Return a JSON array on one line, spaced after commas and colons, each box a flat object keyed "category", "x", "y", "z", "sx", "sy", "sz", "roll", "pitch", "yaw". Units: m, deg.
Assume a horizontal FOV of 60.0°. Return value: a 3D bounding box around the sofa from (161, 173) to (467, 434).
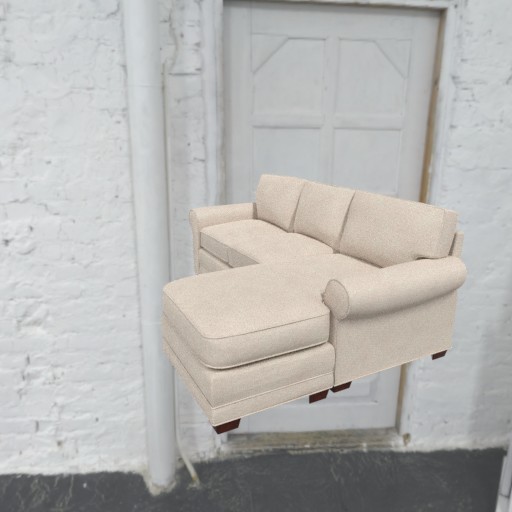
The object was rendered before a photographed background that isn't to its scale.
[{"category": "sofa", "x": 0.000, "y": 0.000, "z": 2.419, "sx": 1.226, "sy": 0.734, "sz": 1.770, "roll": -9, "pitch": 19, "yaw": -26}]
